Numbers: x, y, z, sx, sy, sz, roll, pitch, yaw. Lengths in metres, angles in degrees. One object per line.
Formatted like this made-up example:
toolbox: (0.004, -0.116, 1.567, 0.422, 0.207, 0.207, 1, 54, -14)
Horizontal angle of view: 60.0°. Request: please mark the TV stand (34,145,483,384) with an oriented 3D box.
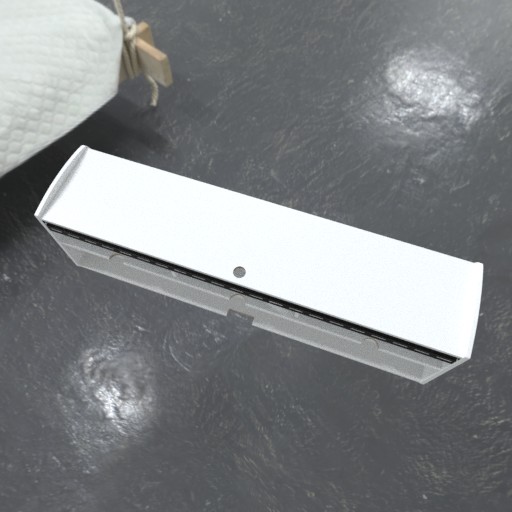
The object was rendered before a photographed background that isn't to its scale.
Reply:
TV stand: (0.000, 0.000, 1.665, 1.473, 0.424, 0.397, 18, 65, 9)
